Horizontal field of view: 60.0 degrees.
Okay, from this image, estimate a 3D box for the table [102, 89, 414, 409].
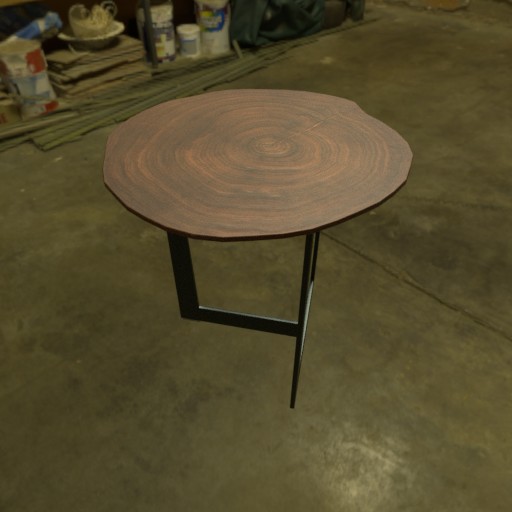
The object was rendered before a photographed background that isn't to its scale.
[{"bbox_3d":[0.000,0.000,0.869,0.494,0.476,0.477,1,41,1],"label":"table"}]
